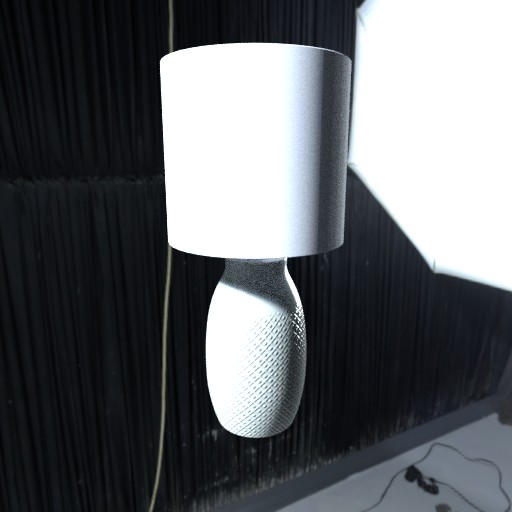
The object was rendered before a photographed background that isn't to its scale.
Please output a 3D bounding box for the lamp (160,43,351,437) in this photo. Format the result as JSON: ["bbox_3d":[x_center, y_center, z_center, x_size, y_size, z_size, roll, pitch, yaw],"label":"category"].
[{"bbox_3d":[0.000,0.000,0.564,0.217,0.453,0.217,-7,15,-28],"label":"lamp"}]
